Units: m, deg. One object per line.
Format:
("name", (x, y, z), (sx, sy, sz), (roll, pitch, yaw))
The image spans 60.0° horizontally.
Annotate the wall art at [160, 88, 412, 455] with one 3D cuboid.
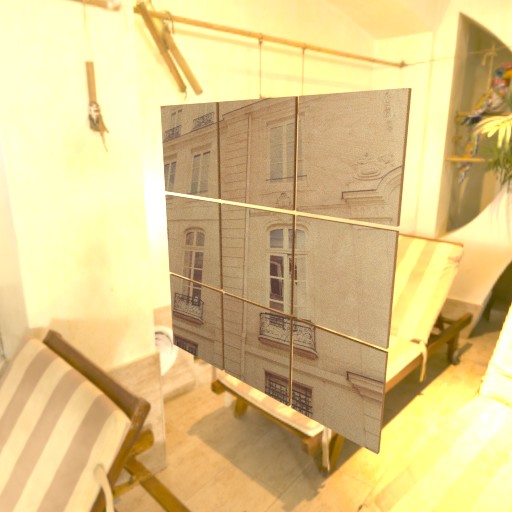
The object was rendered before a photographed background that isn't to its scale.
("wall art", (0.000, 0.000, 1.365), (0.915, 0.913, 0.018), (15, 21, 42))
